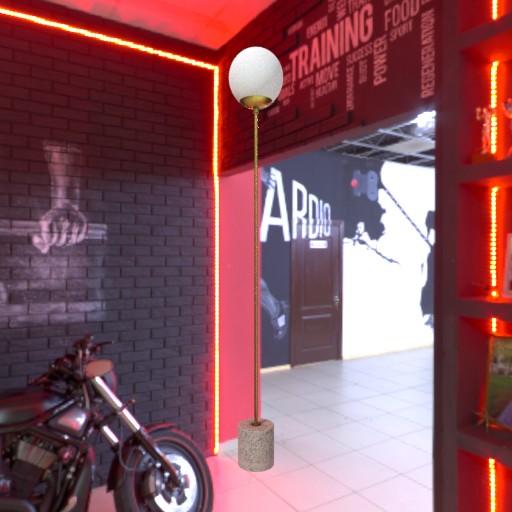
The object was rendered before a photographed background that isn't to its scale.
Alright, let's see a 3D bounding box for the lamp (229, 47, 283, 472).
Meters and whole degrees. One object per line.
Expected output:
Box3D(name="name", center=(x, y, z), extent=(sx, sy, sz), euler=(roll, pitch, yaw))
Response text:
Box3D(name="lamp", center=(0.000, 0.000, 1.872), extent=(0.229, 1.748, 0.229), euler=(0, 0, 0))
